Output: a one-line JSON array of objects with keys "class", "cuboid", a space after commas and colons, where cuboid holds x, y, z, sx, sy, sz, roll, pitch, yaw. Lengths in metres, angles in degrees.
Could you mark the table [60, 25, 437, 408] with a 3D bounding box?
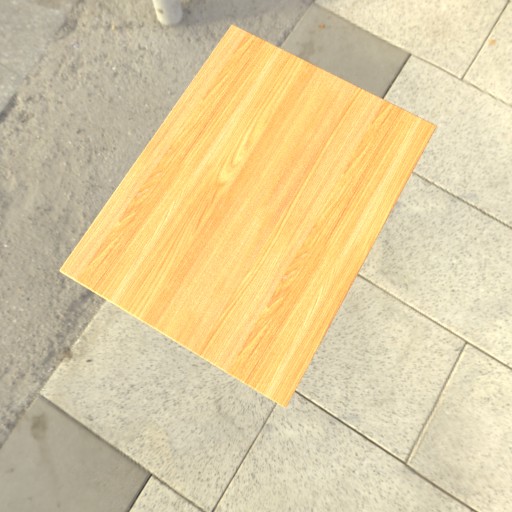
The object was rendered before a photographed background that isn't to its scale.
[{"class": "table", "cuboid": [0.000, 0.000, 0.746, 0.270, 0.550, 0.350, 29, 78, 7]}]
